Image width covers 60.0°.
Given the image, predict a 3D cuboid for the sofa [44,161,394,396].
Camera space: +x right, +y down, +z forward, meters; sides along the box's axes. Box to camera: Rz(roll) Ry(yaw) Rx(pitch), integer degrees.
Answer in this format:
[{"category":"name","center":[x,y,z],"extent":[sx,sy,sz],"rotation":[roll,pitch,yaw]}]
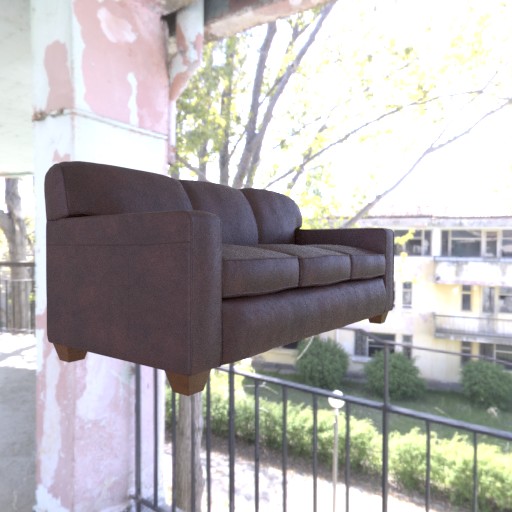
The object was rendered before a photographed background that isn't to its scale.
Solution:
[{"category":"sofa","center":[0.000,0.000,2.581],"extent":[1.008,0.953,2.039],"rotation":[1,1,37]}]
